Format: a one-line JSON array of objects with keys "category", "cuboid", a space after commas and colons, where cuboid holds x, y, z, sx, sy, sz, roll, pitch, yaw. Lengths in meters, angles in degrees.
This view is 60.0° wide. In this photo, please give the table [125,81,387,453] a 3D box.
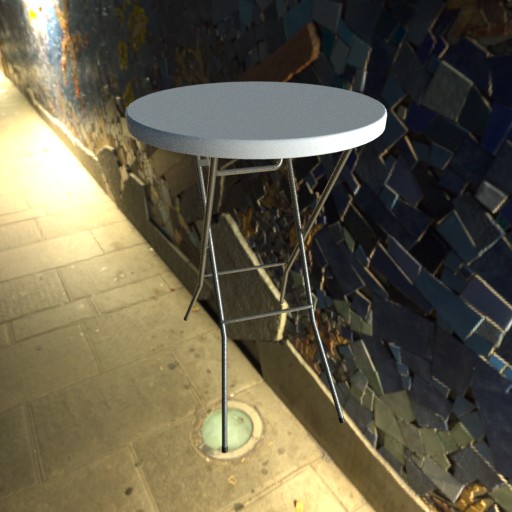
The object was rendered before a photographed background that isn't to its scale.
[{"category": "table", "cuboid": [0.000, 0.000, 1.663, 0.792, 1.105, 0.795, -8, 32, -14]}]
